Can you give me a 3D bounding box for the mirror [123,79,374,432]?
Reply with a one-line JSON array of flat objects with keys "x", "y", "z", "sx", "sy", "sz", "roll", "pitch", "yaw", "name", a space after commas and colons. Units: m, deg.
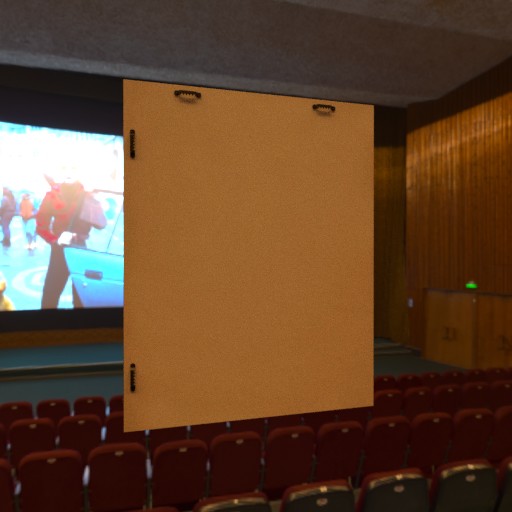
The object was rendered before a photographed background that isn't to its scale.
[{"x": 0.000, "y": 0.000, "z": 0.707, "sx": 0.405, "sy": 0.508, "sz": 0.041, "roll": 0, "pitch": 0, "yaw": -16, "name": "mirror"}]
